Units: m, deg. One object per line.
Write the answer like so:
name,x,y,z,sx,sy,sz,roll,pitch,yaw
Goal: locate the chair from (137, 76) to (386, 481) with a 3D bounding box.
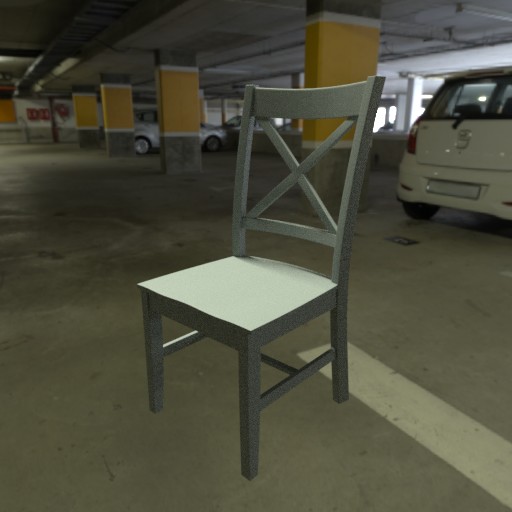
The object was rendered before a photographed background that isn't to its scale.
chair,0.000,0.000,1.298,0.485,0.983,0.542,15,22,40
